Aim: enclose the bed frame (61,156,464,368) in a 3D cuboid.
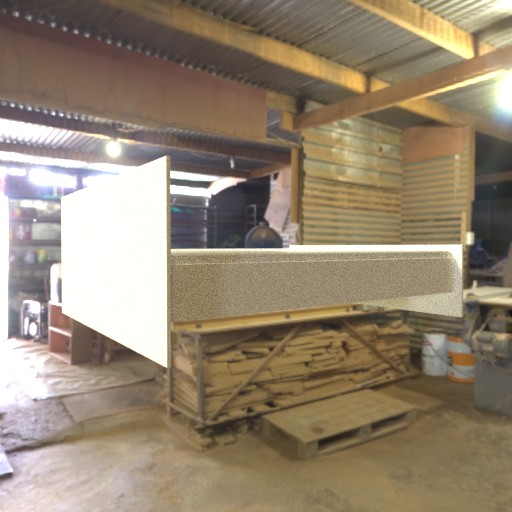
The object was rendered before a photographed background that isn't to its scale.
[{"bbox_3d":[0.000,0.000,2.955,2.060,0.800,1.720,-1,1,-36],"label":"bed frame"}]
